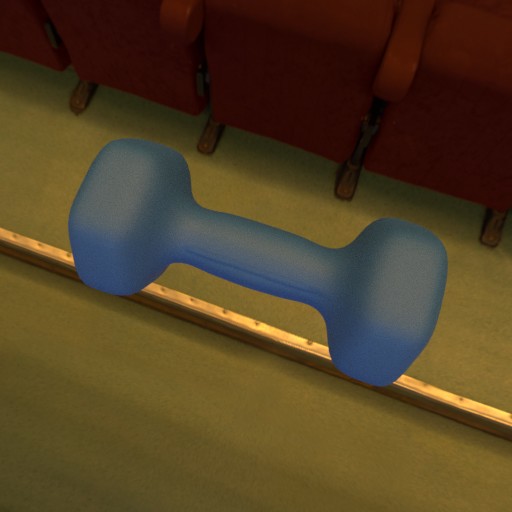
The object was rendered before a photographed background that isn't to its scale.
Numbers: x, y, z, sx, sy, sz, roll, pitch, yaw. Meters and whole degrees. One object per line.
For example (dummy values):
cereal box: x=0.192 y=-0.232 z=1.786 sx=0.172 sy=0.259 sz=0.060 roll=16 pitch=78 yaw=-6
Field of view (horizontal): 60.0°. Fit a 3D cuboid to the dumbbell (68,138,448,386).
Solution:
dumbbell: x=0.000 y=0.000 z=0.271 sx=0.212 sy=0.093 sz=0.103 roll=19 pitch=76 yaw=5
